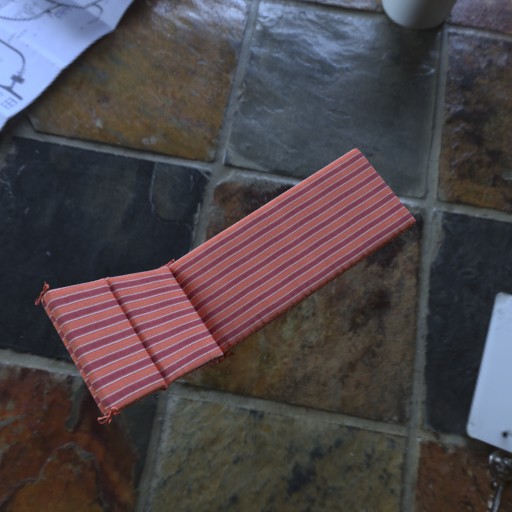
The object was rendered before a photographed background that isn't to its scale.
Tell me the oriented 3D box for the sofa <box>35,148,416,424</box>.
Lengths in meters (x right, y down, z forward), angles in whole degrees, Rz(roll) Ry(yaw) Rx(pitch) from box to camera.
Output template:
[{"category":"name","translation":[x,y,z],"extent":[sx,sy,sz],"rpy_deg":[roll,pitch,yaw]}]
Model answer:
[{"category":"sofa","translation":[0.000,0.000,1.983],"extent":[1.663,0.622,0.582],"rpy_deg":[-33,77,-8]}]
